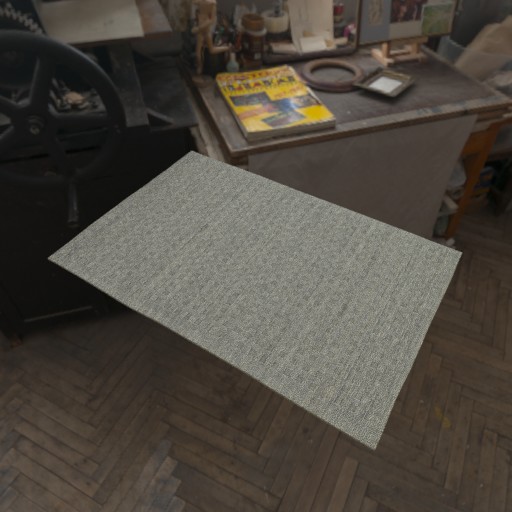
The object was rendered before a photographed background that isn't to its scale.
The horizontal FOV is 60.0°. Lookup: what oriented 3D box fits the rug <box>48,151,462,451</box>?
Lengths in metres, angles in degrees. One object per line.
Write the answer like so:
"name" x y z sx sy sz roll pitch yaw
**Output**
"rug" 0.000 0.000 2.939 2.297 0.018 1.532 25 51 22
